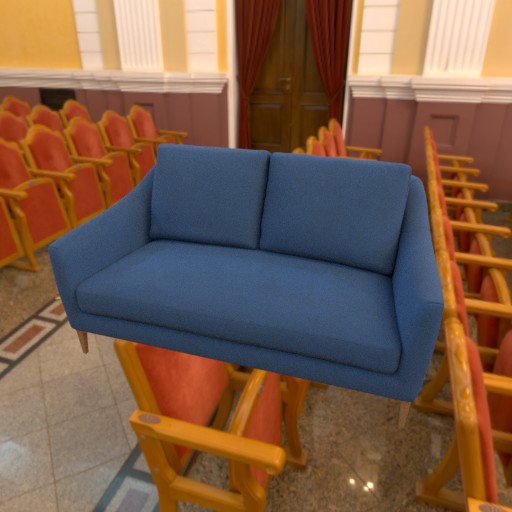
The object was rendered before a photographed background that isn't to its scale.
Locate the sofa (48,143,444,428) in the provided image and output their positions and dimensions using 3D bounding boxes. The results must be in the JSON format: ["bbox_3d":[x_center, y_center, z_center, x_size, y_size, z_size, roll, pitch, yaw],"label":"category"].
[{"bbox_3d":[0.000,0.000,2.146,1.619,0.902,0.960,8,27,16],"label":"sofa"}]
